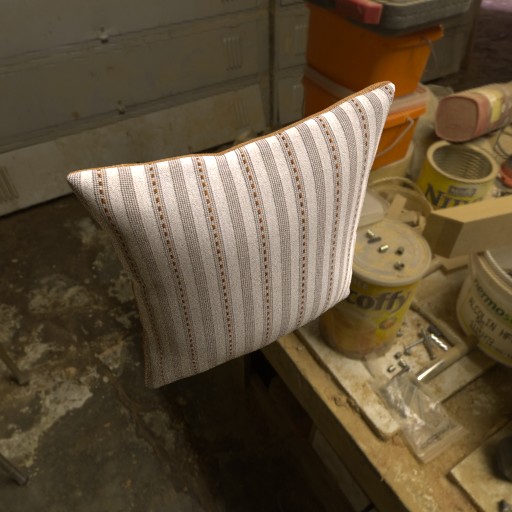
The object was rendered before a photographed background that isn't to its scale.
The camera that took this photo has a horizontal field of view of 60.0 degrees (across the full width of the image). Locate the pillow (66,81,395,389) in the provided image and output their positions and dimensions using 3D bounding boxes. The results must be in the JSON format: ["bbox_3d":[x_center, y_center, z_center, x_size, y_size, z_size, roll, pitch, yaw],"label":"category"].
[{"bbox_3d":[0.000,0.000,0.664,0.432,0.437,0.147,-22,49,-21],"label":"pillow"}]
